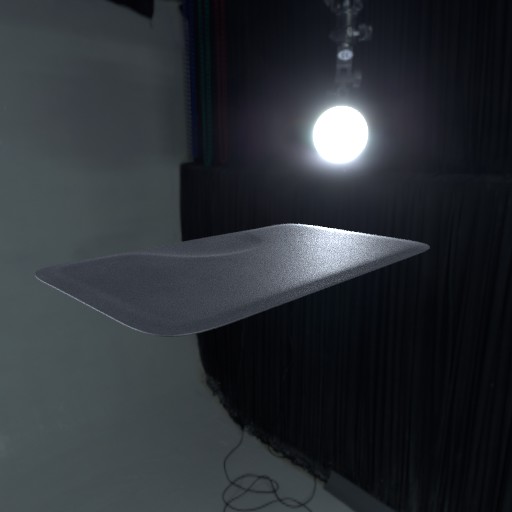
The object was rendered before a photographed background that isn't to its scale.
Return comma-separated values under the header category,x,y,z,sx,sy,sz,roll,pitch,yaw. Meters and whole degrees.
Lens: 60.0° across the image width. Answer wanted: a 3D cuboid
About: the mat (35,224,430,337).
category,x,y,z,sx,sy,sz,roll,pitch,yaw
mat,0.000,0.000,1.851,0.918,0.013,1.524,13,19,43
